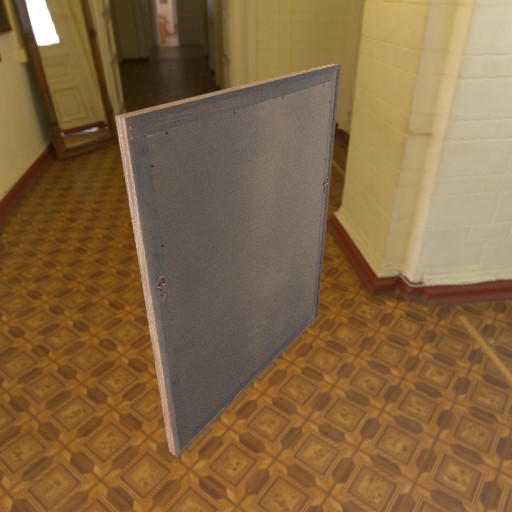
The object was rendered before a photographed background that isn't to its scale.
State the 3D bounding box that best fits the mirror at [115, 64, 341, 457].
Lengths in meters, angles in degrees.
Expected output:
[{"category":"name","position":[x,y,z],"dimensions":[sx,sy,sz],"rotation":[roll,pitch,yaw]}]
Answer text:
[{"category":"mirror","position":[0.000,0.000,1.200],"dimensions":[0.032,0.882,0.730],"rotation":[21,37,31]}]
